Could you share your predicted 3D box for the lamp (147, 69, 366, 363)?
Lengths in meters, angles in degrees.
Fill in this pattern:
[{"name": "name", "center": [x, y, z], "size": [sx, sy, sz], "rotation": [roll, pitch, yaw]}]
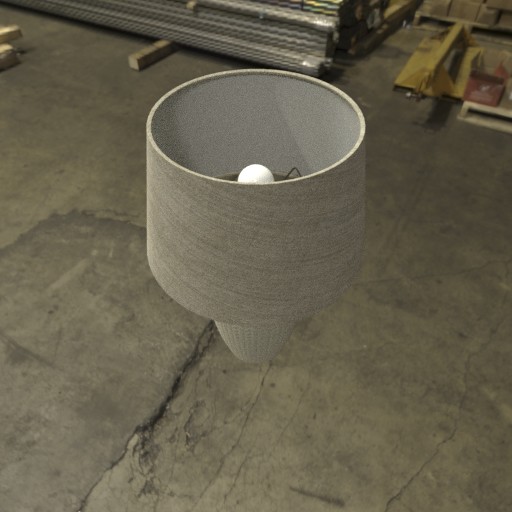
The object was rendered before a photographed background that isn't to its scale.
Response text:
[{"name": "lamp", "center": [0.000, 0.000, 0.842], "size": [0.390, 0.580, 0.390], "rotation": [0, 47, 0]}]
